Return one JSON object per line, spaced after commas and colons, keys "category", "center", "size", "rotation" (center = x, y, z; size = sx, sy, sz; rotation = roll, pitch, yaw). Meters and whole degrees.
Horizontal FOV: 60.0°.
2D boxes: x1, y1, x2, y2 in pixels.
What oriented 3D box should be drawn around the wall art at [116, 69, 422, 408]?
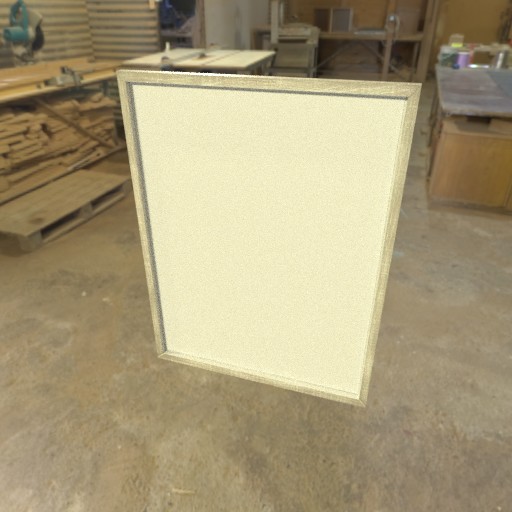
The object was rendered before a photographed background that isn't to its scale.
{"category": "wall art", "center": [0.000, 0.000, 1.350], "size": [0.781, 1.022, 0.035], "rotation": [9, 31, 15]}
